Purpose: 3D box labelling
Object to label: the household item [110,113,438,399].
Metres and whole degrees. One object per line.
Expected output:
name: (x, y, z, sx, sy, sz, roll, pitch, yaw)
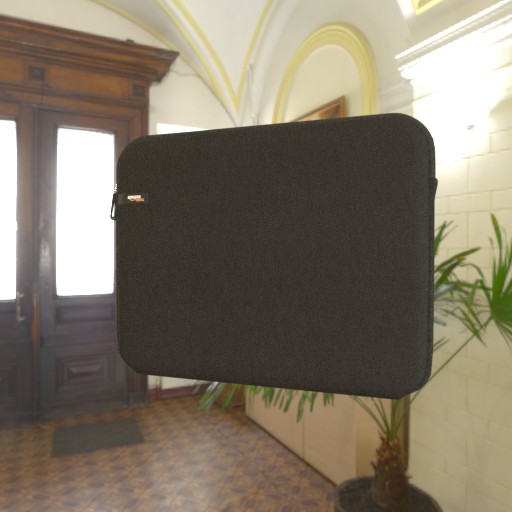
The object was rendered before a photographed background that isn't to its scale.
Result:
household item: (0.000, 0.000, 0.522, 0.396, 0.305, 0.030, 0, 1, 18)
